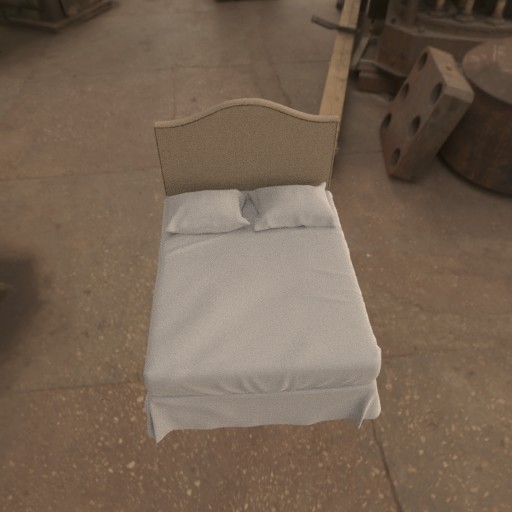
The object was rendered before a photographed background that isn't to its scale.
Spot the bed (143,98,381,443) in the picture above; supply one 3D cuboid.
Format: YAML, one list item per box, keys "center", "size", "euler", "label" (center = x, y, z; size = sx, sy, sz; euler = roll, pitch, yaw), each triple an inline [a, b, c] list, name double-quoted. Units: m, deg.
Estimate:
- center: [0.000, 0.000, 3.528]
  size: [1.876, 1.645, 2.221]
  euler: [-3, 46, -3]
  label: "bed"
